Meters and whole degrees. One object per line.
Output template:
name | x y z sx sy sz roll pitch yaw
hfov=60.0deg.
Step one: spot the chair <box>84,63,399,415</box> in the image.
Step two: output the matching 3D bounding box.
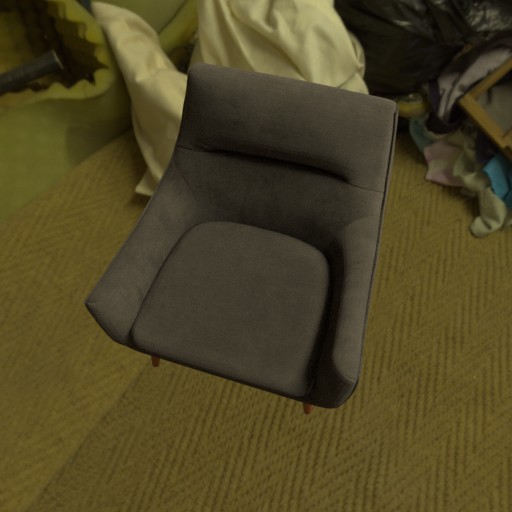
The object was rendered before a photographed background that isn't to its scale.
chair | 0.000 0.000 1.443 0.762 0.838 0.787 15 60 9
